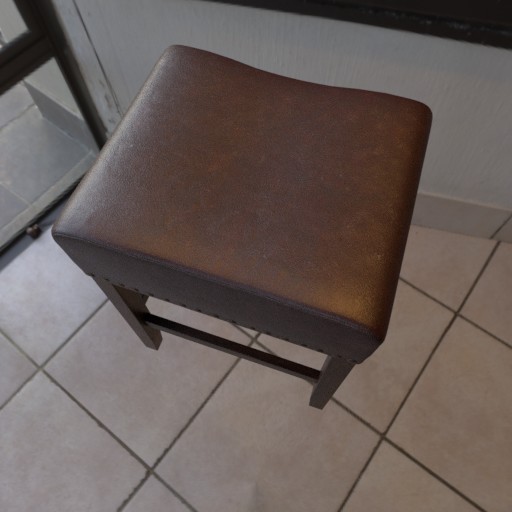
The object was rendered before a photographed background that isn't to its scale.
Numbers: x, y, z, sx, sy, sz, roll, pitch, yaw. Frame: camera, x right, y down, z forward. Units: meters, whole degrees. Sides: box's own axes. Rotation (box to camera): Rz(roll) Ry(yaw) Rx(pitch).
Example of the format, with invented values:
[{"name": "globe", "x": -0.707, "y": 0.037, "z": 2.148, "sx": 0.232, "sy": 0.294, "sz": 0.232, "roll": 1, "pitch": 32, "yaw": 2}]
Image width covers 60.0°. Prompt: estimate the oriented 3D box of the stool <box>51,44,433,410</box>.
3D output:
[{"name": "stool", "x": 0.000, "y": 0.000, "z": 0.896, "sx": 0.465, "sy": 0.608, "sz": 0.397, "roll": 17, "pitch": 64, "yaw": 8}]
